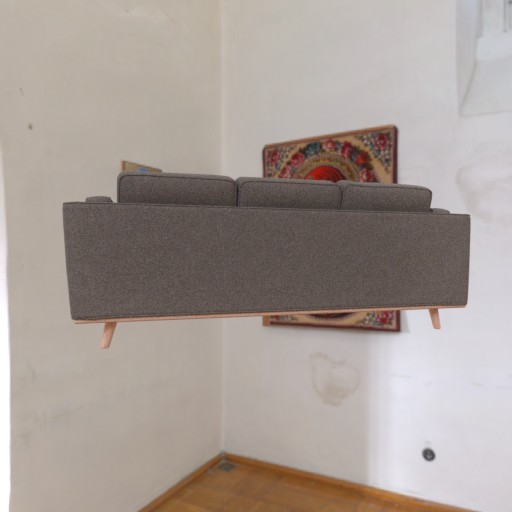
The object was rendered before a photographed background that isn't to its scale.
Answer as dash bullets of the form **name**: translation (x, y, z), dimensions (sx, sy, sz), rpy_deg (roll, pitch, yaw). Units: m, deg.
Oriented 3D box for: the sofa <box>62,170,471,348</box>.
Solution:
- **sofa**: translation (0.000, 0.000, 3.195), dimensions (2.411, 0.929, 1.604), rpy_deg (0, 0, -17)
